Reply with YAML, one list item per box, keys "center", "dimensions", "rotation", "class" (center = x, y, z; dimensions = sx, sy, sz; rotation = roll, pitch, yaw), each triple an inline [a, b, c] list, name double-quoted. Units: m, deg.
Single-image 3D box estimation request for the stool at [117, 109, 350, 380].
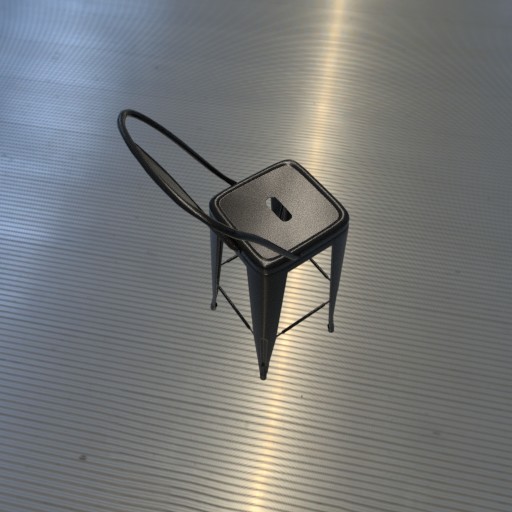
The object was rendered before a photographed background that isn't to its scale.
- center: [0.000, 0.000, 1.328]
  dimensions: [0.513, 1.096, 0.399]
  rotation: [-30, 62, -18]
  class: "stool"
